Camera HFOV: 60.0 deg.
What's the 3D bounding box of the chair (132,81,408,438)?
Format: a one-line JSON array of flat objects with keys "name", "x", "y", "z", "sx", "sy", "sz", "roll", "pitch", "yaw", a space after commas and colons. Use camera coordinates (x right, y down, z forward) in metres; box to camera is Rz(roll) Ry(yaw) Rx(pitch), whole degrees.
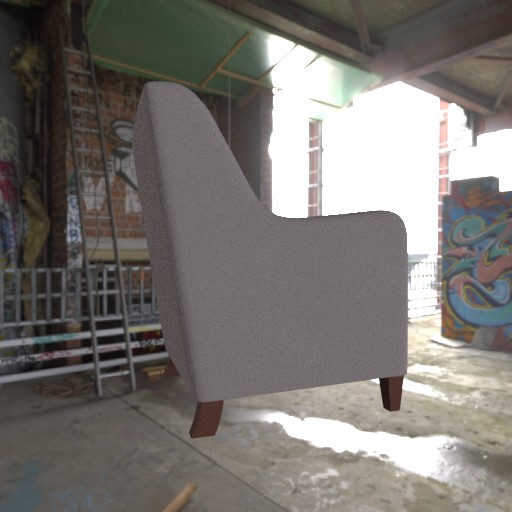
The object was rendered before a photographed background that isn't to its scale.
[{"name": "chair", "x": 0.000, "y": 0.000, "z": 1.647, "sx": 0.863, "sy": 1.010, "sz": 0.715, "roll": 0, "pitch": 0, "yaw": -18}]
